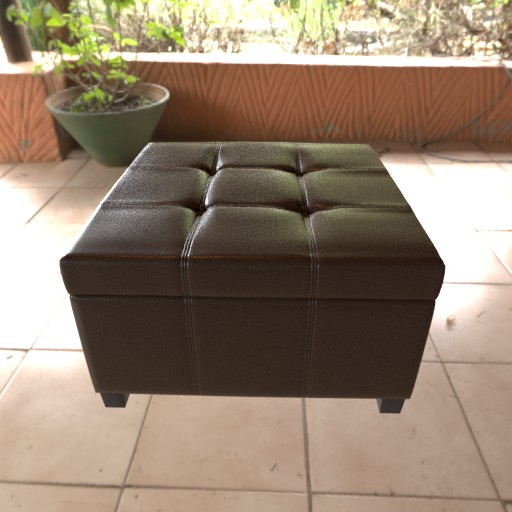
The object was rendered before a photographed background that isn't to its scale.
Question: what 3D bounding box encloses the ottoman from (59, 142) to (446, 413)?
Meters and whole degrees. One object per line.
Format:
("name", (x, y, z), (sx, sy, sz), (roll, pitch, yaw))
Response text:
("ottoman", (0.000, 0.000, 1.313), (0.787, 0.460, 0.788), (1, 31, 1))
